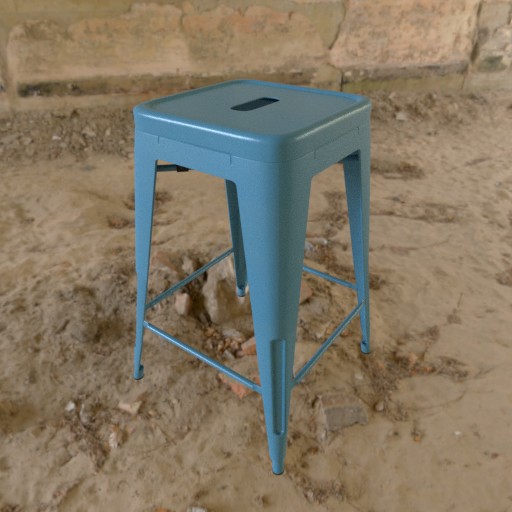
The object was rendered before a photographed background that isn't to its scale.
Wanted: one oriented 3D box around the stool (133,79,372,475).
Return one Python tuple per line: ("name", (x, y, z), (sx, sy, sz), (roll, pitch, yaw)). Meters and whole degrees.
("stool", (0.000, 0.000, 0.897), (0.410, 0.608, 0.410), (21, 38, 30))
